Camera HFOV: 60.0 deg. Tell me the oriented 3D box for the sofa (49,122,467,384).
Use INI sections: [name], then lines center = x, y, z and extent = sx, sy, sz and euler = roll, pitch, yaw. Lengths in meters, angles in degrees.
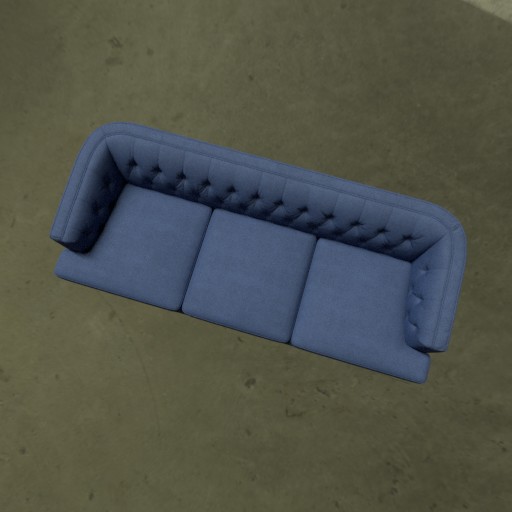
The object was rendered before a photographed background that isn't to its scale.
[sofa]
center = 0.000, 0.000, 2.674
extent = 2.235, 0.787, 0.914
euler = 16, 77, 4
